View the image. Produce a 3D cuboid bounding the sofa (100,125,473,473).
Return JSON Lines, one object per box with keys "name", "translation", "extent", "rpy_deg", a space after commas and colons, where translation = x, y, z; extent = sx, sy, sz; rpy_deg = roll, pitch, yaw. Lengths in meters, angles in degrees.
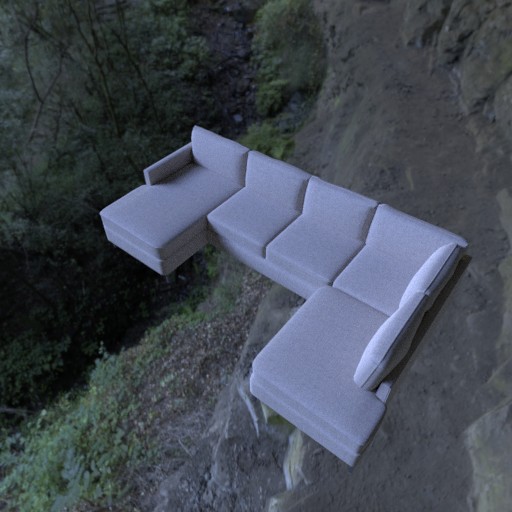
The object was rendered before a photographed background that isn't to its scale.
{"name": "sofa", "translation": [0.000, 0.000, 4.281], "extent": [3.423, 0.996, 2.021], "rpy_deg": [29, 52, 26]}
